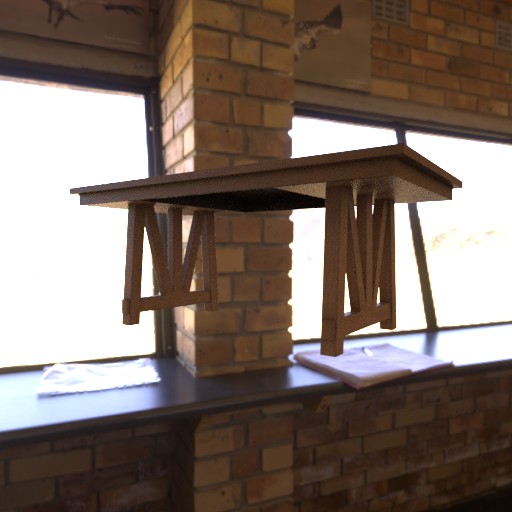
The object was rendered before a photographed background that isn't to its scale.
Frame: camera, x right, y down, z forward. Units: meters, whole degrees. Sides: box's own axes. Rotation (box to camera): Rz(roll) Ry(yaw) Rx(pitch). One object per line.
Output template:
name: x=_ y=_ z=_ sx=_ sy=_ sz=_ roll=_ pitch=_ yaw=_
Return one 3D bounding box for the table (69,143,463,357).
table: x=0.000 y=0.000 z=2.402 sx=1.881 sy=0.768 sz=1.016 roll=1 pitch=1 yaw=35
